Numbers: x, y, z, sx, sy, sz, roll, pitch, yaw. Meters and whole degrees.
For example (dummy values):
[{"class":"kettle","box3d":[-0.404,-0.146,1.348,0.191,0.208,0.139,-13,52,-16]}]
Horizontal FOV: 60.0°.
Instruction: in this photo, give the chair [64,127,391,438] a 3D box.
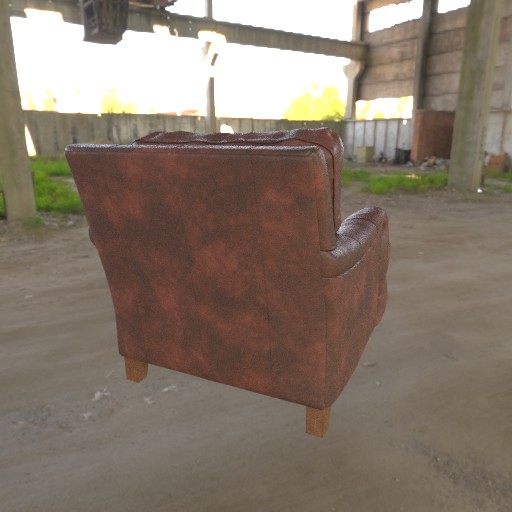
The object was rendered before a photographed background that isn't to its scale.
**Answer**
[{"class":"chair","box3d":[0.000,0.000,1.905,0.987,1.051,1.156,7,17,25]}]
